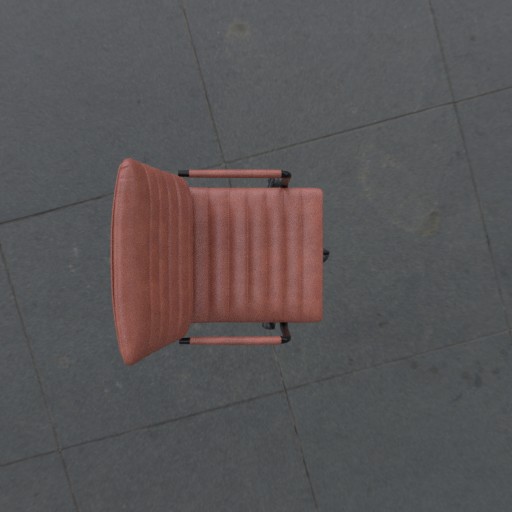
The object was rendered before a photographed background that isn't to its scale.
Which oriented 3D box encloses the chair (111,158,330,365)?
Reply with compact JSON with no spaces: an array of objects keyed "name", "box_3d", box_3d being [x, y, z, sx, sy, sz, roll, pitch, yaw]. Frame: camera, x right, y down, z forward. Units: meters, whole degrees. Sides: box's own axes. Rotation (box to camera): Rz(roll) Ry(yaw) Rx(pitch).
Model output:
[{"name":"chair","box_3d":[0.000,0.000,1.303,0.578,0.878,0.600,0,92,-1]}]
